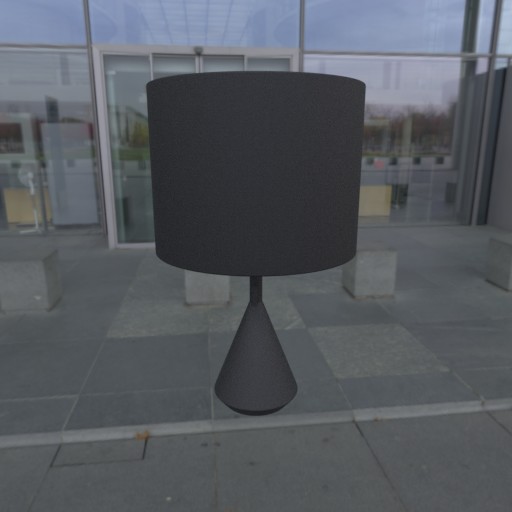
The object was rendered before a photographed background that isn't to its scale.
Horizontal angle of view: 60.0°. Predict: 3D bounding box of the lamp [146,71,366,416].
[{"bbox_3d":[0.000,0.000,0.816,0.359,0.584,0.359,2,15,8],"label":"lamp"}]
